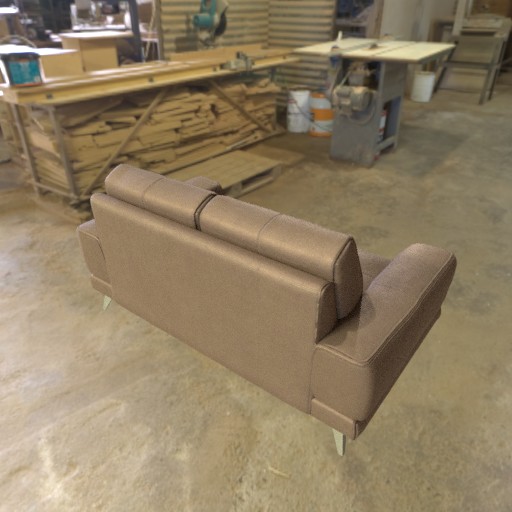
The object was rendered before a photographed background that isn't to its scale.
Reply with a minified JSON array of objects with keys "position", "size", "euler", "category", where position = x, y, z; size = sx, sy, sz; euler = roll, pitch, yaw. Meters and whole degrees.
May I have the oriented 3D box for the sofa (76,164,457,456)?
[{"position":[0.000,0.000,2.361],"size":[1.806,0.907,1.018],"euler":[22,37,32],"category":"sofa"}]
